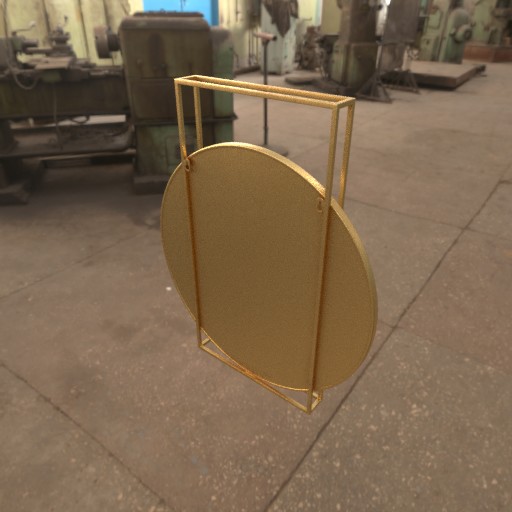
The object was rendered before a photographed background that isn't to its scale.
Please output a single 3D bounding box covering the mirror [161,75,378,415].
[{"bbox_3d":[0.000,0.000,0.836,0.508,0.603,0.051,22,37,33],"label":"mirror"}]
